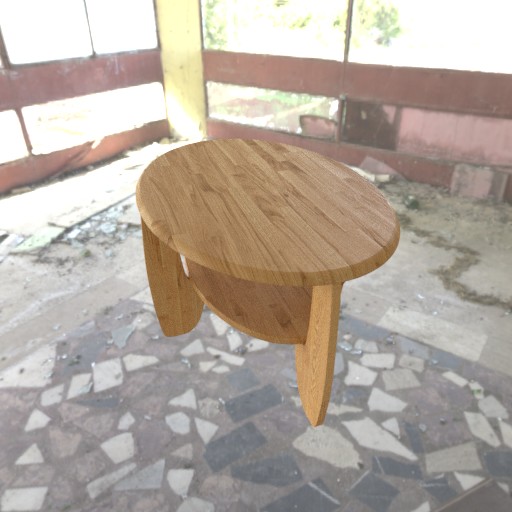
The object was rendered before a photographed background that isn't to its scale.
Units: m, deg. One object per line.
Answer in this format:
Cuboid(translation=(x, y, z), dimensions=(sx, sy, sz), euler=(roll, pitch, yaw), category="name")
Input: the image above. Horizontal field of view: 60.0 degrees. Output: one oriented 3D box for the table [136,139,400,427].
Cuboid(translation=(0.000, 0.000, 1.425), dimensions=(0.690, 0.490, 1.040), euler=(-10, 32, -16), category="table")
